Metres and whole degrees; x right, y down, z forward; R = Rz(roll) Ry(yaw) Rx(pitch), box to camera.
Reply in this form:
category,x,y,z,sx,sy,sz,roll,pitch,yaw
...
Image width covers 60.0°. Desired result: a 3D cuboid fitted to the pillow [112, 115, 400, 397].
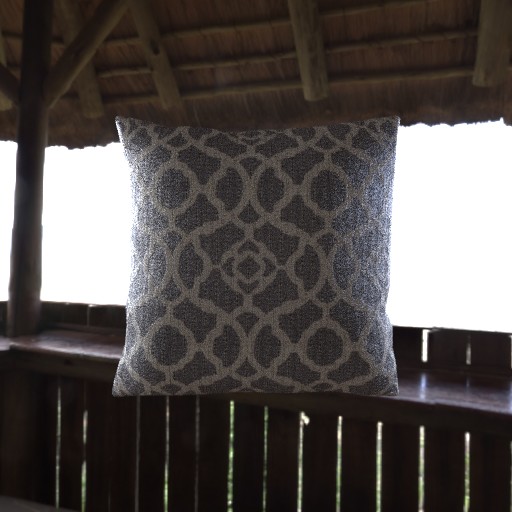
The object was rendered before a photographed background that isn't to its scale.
category,x,y,z,sx,sy,sz,roll,pitch,yaw
pillow,0.000,0.000,0.788,0.508,0.498,0.215,0,0,0
